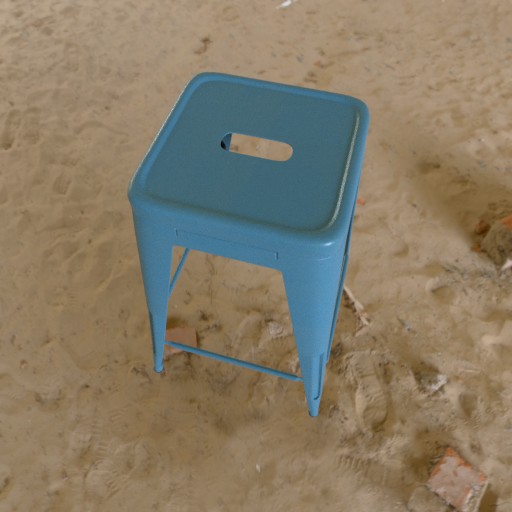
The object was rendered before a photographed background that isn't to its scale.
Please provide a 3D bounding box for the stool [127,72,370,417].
[{"bbox_3d":[0.000,0.000,0.907,0.410,0.608,0.410,13,58,8],"label":"stool"}]
